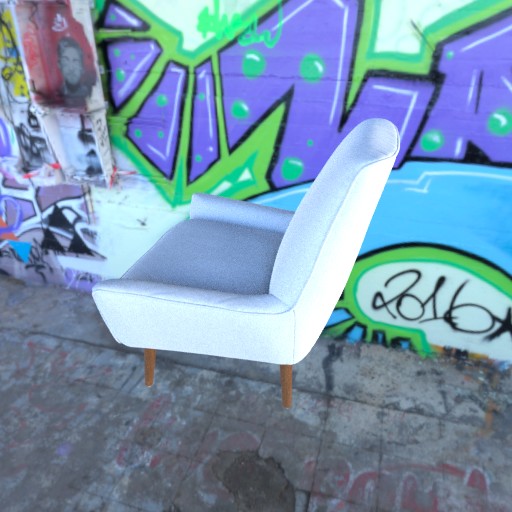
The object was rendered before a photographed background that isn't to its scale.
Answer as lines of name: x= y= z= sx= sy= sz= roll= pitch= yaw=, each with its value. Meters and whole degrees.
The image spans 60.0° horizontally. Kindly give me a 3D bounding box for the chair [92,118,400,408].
chair: x=0.000 y=0.000 z=1.524 sx=0.822 sy=0.888 sz=0.787 roll=8 pitch=31 yaw=14
